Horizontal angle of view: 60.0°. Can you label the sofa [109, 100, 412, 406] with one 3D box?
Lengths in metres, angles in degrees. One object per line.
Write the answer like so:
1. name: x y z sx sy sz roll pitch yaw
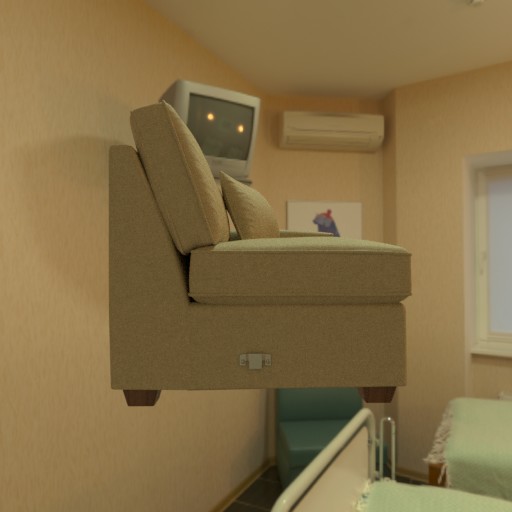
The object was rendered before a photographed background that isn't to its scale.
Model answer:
1. sofa: 0.000 0.000 2.077 0.991 0.989 1.388 0 -1 -2
